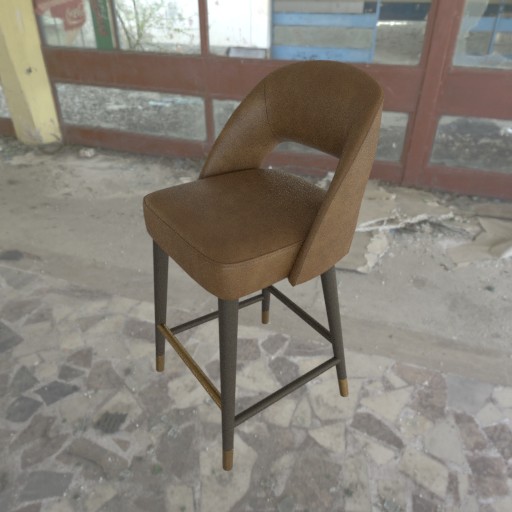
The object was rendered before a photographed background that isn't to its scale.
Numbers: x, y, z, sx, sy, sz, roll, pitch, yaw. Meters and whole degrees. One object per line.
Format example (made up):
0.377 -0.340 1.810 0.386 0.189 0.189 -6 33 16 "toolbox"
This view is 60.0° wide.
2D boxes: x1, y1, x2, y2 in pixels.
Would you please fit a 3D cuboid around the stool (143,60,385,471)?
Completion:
0.000 0.000 1.205 0.509 0.940 0.494 -20 37 -29 "stool"
